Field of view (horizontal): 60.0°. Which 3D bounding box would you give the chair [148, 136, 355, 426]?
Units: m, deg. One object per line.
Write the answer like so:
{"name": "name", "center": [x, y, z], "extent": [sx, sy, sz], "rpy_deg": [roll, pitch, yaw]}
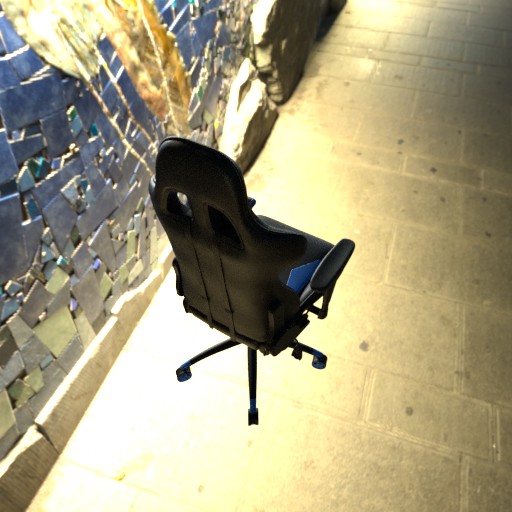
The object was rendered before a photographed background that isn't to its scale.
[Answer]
{"name": "chair", "center": [0.000, 0.000, 1.733], "extent": [0.695, 1.282, 0.730], "rpy_deg": [25, 51, 22]}
